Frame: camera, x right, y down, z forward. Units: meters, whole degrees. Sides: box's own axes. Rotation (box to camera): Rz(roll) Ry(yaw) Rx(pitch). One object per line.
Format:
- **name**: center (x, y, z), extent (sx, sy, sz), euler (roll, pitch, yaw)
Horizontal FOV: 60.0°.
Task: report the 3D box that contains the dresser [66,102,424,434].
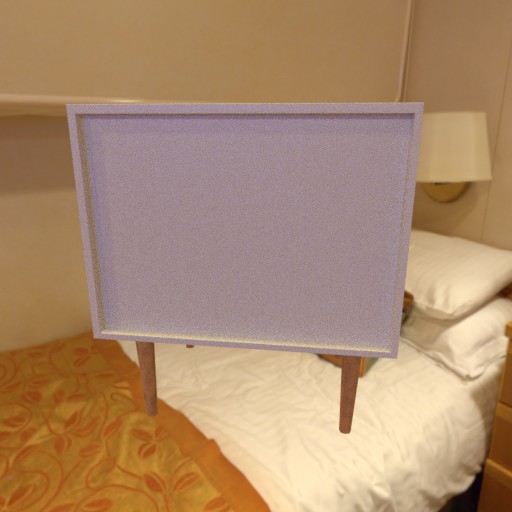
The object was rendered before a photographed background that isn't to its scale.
- **dresser**: center (0.000, 0.000, 0.893), extent (0.503, 0.568, 0.414), euler (2, 17, 7)
